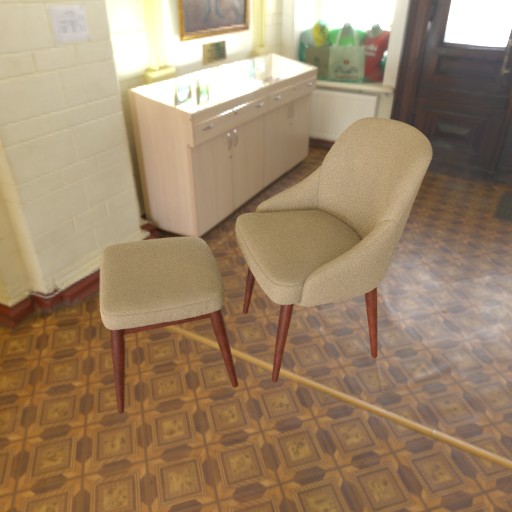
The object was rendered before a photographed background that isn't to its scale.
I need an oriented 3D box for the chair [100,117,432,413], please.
[{"bbox_3d":[0.000,0.000,1.616,1.114,0.866,0.584,-9,32,-14],"label":"chair"}]
